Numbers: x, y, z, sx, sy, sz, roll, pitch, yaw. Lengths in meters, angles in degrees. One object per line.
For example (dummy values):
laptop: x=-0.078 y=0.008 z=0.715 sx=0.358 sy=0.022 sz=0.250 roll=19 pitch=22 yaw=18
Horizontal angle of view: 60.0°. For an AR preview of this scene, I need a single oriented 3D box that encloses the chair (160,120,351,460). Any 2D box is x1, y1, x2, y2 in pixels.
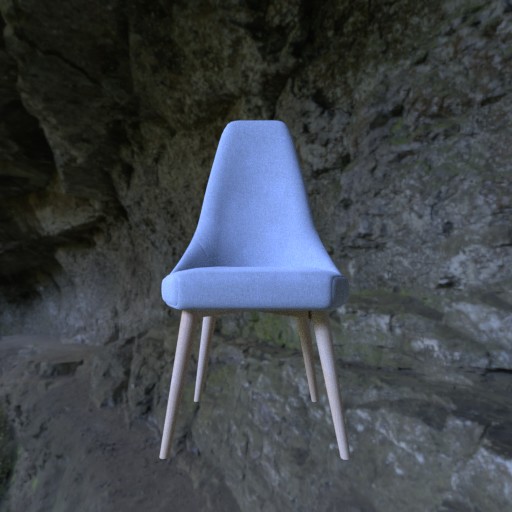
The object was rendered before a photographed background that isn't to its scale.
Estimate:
chair: x=0.000 y=0.000 z=1.417 sx=0.510 sy=1.040 sz=0.660 roll=0 pitch=1 yaw=1
